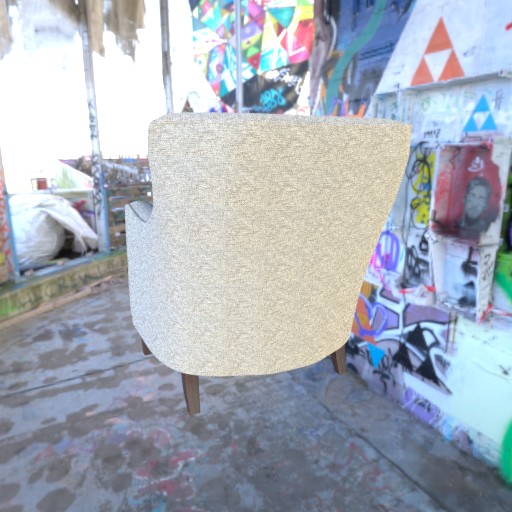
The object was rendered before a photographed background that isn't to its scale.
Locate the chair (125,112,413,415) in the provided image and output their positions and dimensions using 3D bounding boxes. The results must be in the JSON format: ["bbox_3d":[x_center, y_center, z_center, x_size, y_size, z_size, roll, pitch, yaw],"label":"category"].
[{"bbox_3d":[0.000,0.000,1.602,0.820,0.920,0.910,-7,15,-26],"label":"chair"}]
